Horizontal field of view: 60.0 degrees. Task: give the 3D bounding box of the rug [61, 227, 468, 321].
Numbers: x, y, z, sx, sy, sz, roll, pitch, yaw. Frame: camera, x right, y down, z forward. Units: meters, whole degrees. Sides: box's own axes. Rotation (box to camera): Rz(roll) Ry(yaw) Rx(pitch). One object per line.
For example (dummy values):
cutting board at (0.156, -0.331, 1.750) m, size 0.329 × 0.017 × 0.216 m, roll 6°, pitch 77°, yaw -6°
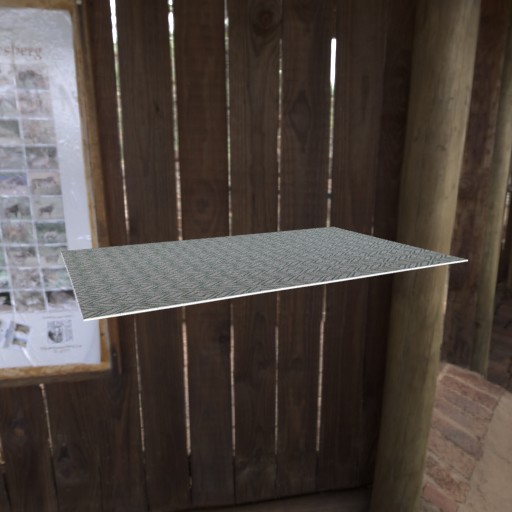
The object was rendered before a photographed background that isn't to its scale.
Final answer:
rug at (0.000, 0.000, 3.109) m, size 2.435 × 0.011 × 1.517 m, roll -7°, pitch 15°, yaw -26°
